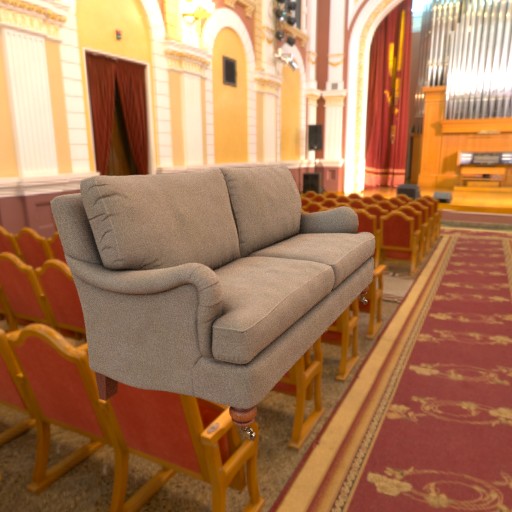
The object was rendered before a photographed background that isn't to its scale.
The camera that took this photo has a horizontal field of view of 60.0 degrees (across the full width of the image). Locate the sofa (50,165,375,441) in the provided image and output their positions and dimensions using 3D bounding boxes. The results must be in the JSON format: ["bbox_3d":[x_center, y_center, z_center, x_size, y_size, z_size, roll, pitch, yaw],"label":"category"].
[{"bbox_3d":[0.000,0.000,2.813,1.069,1.096,2.193,7,15,27],"label":"sofa"}]
